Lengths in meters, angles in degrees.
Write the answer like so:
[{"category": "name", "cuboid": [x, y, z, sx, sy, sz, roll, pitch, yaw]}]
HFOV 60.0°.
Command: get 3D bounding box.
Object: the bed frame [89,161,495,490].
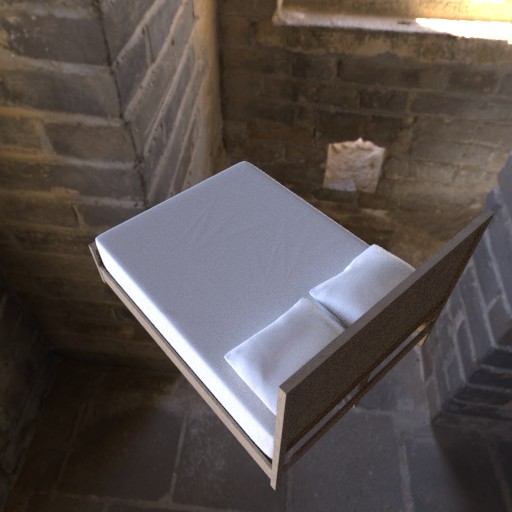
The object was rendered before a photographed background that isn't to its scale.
[{"category": "bed frame", "cuboid": [0.000, 0.000, 3.162, 1.606, 1.369, 2.189, -33, 56, -26]}]
